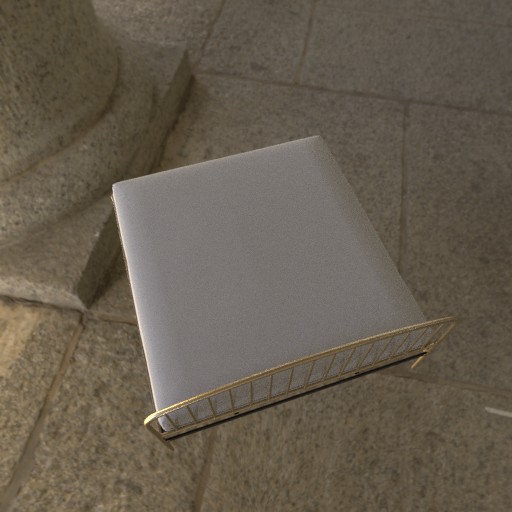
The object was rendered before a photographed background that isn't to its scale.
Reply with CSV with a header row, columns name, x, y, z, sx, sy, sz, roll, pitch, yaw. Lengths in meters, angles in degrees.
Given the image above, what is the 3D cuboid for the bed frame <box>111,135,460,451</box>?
name,x,y,z,sx,sy,sz,roll,pitch,yaw
bed frame,0.000,0.000,3.456,2.016,1.174,2.152,-15,60,-9
